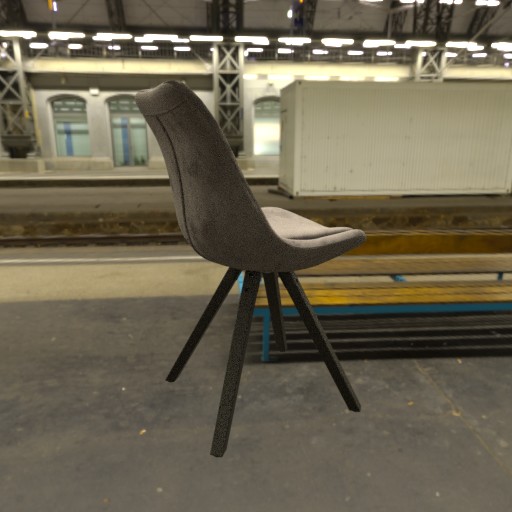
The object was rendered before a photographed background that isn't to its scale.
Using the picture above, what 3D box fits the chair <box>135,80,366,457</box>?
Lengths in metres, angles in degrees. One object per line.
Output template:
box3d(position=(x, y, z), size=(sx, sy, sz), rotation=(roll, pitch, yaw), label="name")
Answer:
box3d(position=(0.000, 0.000, 1.211), size=(0.550, 0.850, 0.485), rotation=(-8, 17, -26), label="chair")
